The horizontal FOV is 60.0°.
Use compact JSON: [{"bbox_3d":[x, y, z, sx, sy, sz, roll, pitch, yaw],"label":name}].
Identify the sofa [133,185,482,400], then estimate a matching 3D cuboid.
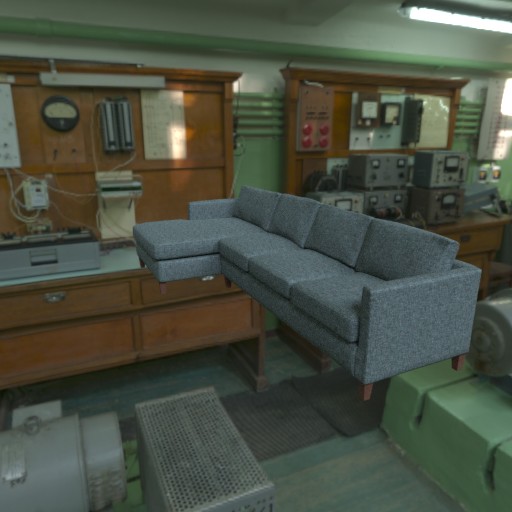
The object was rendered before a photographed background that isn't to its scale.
[{"bbox_3d":[0.000,0.000,4.096,1.635,0.960,3.485,-8,18,-25],"label":"sofa"}]
